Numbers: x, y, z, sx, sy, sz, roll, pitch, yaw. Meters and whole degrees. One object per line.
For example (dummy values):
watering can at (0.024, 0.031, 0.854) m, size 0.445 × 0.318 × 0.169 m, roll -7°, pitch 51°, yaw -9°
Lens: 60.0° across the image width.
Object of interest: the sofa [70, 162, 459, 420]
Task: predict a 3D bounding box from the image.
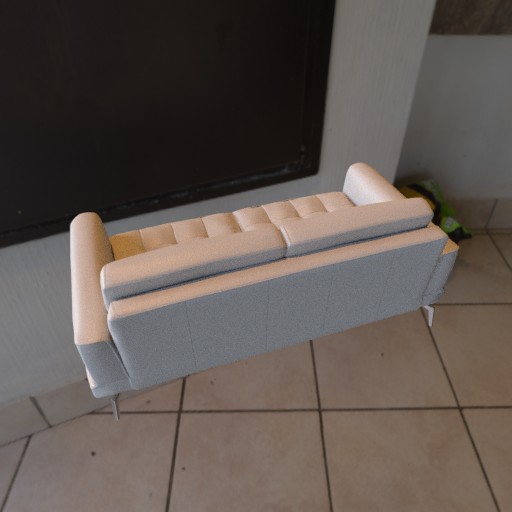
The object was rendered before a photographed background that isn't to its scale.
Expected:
sofa at (0.000, 0.000, 2.754) m, size 2.177 × 0.930 × 1.121 m, roll -13°, pitch 43°, yaw -14°
